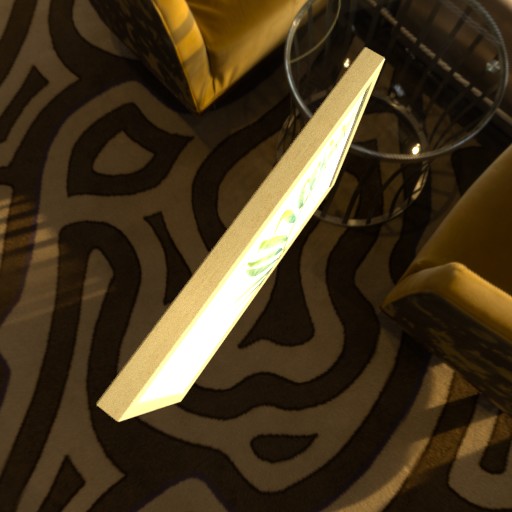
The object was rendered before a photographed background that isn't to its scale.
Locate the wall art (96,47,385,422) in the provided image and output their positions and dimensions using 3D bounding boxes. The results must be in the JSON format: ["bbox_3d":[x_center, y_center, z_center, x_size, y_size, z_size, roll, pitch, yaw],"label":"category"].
[{"bbox_3d":[0.000,0.000,0.694,0.032,0.381,0.533,34,77,9],"label":"wall art"}]
